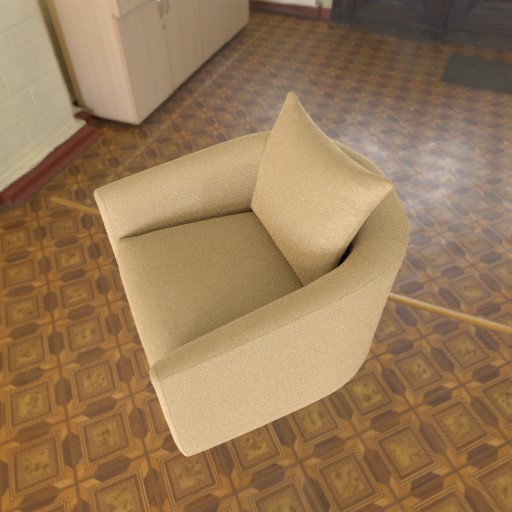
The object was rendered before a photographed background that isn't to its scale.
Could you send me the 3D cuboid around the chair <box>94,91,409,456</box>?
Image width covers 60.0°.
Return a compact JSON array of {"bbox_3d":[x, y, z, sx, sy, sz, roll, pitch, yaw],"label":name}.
[{"bbox_3d":[0.000,0.000,1.549,0.910,0.848,0.845,-18,49,-16],"label":"chair"}]
